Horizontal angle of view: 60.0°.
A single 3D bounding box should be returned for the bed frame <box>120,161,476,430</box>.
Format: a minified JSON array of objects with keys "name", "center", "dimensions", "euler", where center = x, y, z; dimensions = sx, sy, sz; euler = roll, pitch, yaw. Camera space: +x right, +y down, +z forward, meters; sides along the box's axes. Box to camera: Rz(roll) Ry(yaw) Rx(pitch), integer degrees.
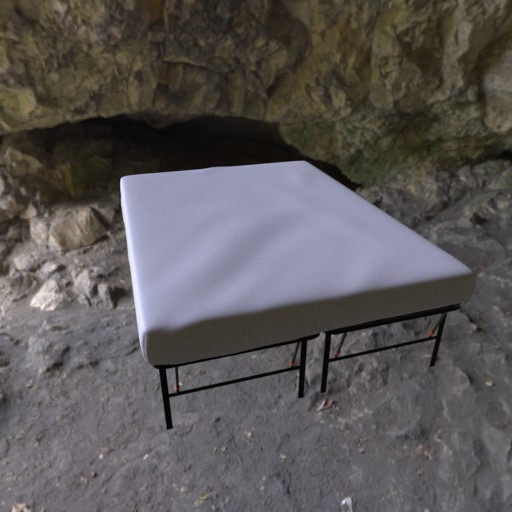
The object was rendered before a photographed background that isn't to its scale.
[{"name":"bed frame","center":[0.000,0.000,2.874],"dimensions":[1.584,0.667,2.151],"euler":[-8,28,-15]}]
